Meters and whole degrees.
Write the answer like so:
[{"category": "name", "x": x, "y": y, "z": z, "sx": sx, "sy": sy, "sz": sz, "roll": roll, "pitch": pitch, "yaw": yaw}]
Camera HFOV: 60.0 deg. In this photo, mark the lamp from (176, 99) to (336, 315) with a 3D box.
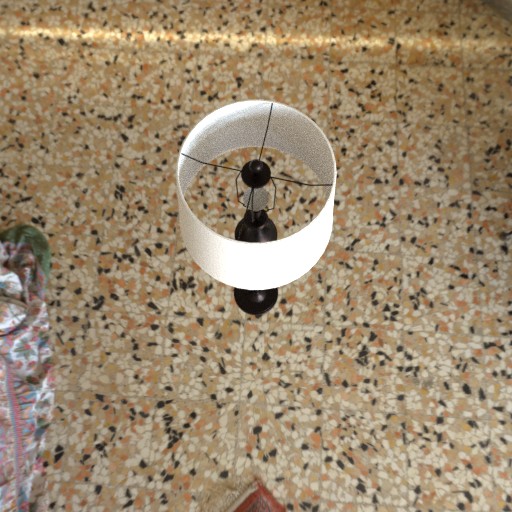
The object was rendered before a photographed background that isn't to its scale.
[{"category": "lamp", "x": 0.000, "y": 0.000, "z": 1.664, "sx": 0.431, "sy": 1.484, "sz": 0.431, "roll": 0, "pitch": 74, "yaw": 0}]
